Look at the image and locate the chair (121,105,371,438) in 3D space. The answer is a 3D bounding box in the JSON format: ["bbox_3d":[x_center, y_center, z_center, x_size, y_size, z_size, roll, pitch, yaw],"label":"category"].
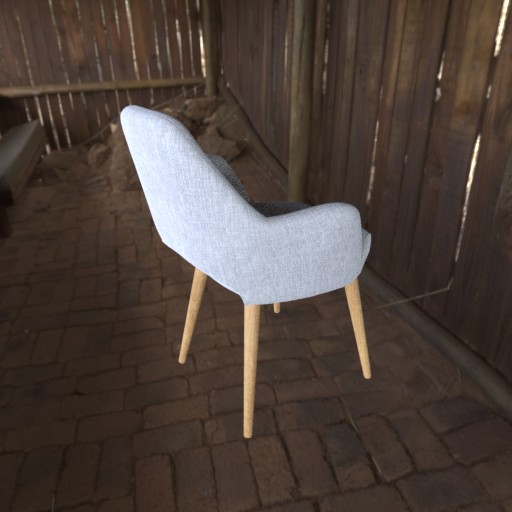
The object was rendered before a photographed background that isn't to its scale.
[{"bbox_3d":[0.000,0.000,1.245,0.610,0.840,0.590,-18,32,-32],"label":"chair"}]
